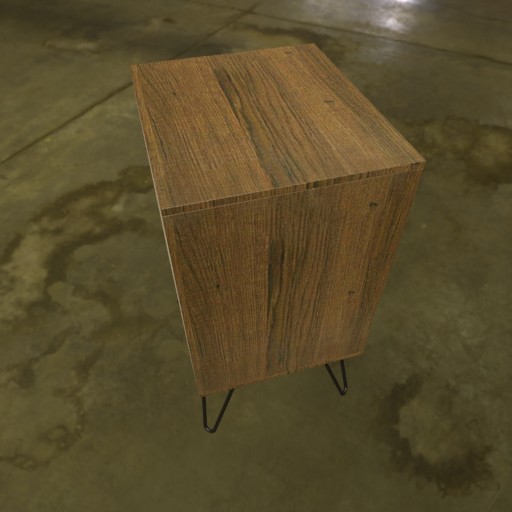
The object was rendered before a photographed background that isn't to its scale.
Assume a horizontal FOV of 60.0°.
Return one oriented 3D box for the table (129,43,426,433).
[{"bbox_3d":[0.000,0.000,1.193,0.457,0.866,0.526,-12,48,-11],"label":"table"}]
